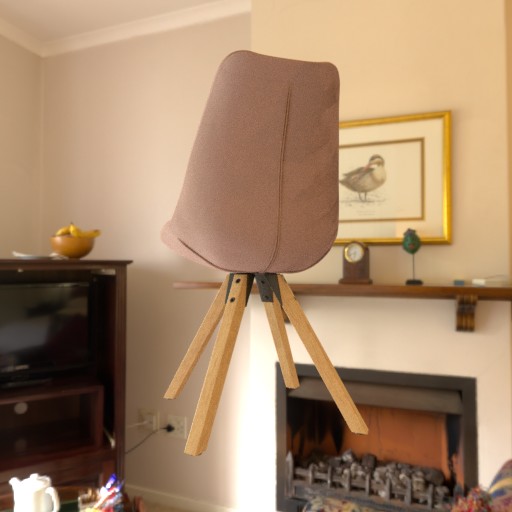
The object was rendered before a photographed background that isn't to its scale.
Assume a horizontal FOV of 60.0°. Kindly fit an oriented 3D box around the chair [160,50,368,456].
[{"bbox_3d":[0.000,0.000,1.186,0.485,0.850,0.550,1,-2,-18],"label":"chair"}]
